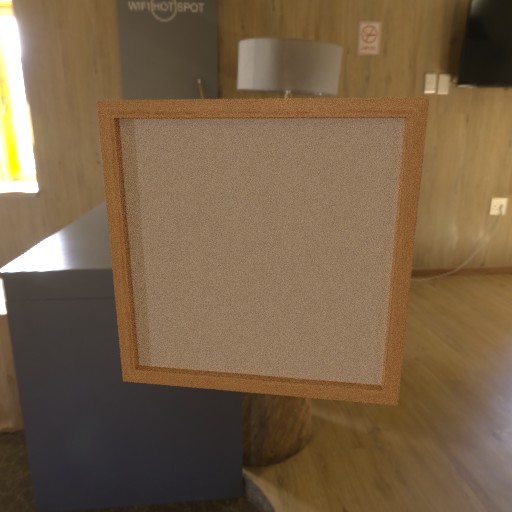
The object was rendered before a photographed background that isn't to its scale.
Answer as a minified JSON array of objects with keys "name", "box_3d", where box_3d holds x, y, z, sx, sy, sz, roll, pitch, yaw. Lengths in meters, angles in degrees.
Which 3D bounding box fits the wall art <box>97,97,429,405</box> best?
[{"name":"wall art","box_3d":[0.000,0.000,0.455,0.303,0.303,0.028,2,16,8]}]
